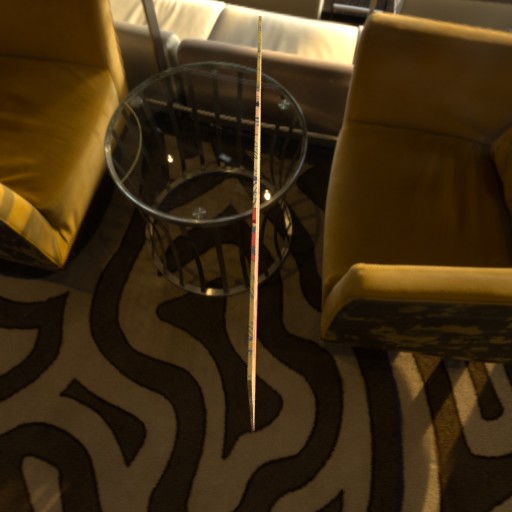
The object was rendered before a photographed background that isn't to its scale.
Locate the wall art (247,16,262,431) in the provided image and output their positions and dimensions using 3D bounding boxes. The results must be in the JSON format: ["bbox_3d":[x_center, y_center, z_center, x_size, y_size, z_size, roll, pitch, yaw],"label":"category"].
[{"bbox_3d":[0.000,0.000,2.236,0.013,1.534,1.519,1,64,1],"label":"wall art"}]
